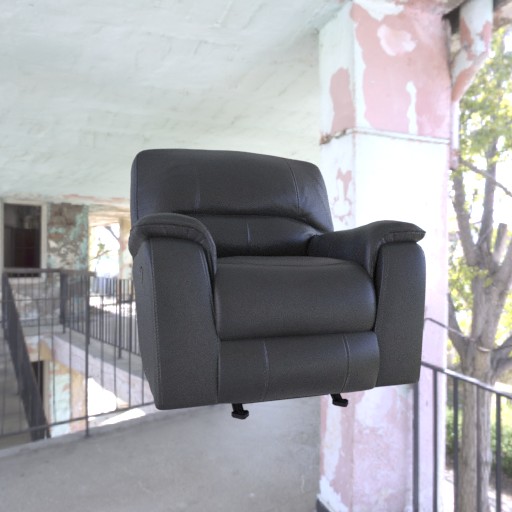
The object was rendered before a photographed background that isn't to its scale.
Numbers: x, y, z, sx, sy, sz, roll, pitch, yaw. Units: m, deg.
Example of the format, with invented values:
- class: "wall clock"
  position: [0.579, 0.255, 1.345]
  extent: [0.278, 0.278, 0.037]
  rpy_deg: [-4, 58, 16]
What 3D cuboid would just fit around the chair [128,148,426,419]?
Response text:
- class: "chair"
  position: [0.000, 0.000, 1.958]
  extent: [1.096, 1.109, 1.087]
  rpy_deg: [0, 0, -19]
